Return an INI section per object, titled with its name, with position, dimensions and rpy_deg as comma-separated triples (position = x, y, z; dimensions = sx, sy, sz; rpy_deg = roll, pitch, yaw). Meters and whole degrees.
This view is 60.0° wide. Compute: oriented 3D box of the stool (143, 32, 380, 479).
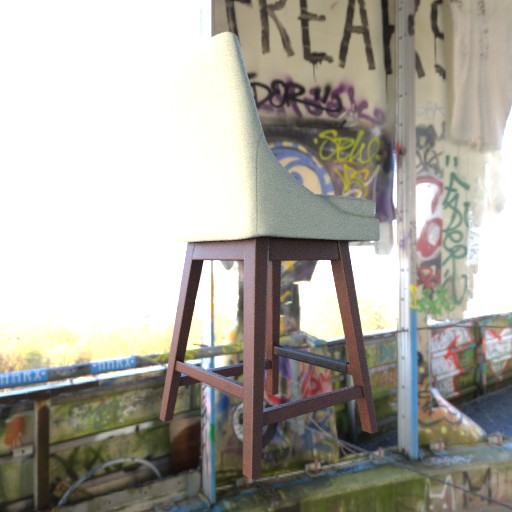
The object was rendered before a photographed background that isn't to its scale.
[stool]
position = 0.000, 0.000, 1.281
dimensions = 0.559, 0.991, 0.469
rpy_deg = 0, 0, -37
